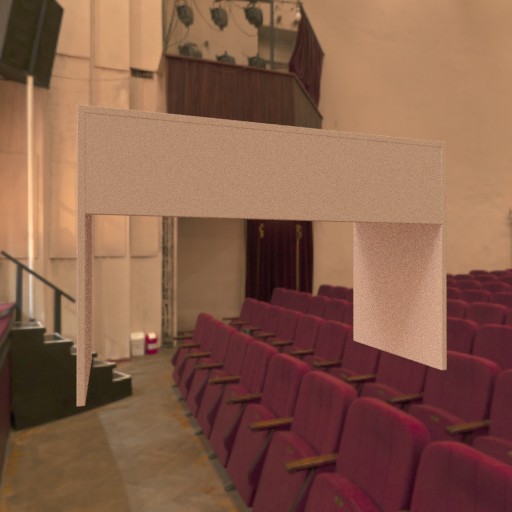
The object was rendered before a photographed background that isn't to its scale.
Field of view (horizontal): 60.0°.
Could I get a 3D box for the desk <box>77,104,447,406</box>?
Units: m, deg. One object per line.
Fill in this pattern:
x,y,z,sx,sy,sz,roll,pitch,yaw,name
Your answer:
0.000,0.000,1.510,1.100,0.730,0.560,0,0,-19,desk
